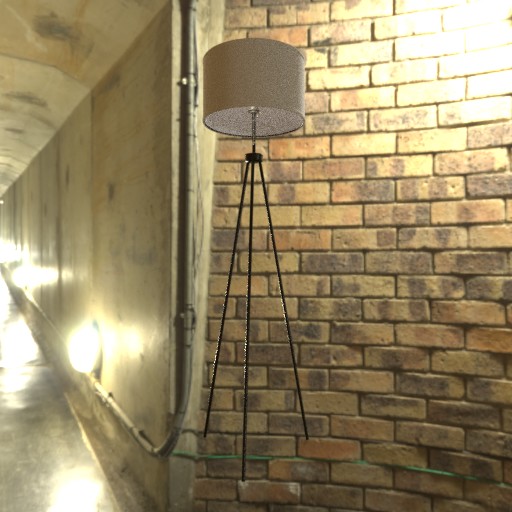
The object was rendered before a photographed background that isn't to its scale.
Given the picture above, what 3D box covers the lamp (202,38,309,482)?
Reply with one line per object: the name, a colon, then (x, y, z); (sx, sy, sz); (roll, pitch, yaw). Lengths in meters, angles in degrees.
lamp: (0.000, 0.000, 1.743); (0.448, 1.545, 0.458); (0, 0, -1)
